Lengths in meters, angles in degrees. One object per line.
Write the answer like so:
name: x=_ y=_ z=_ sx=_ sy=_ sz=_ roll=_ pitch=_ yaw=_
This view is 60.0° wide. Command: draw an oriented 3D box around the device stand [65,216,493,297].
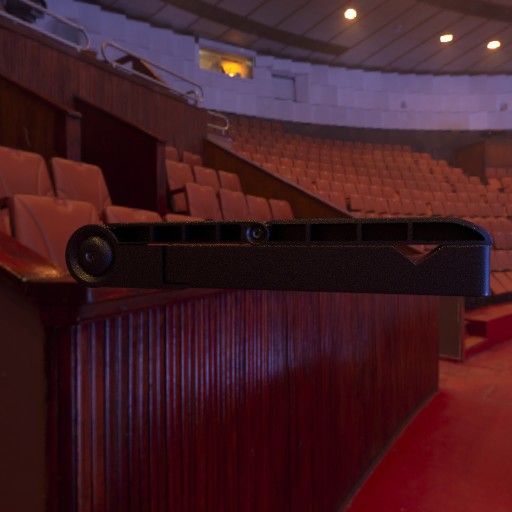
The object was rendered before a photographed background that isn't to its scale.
device stand: x=0.000 y=0.000 z=0.191 sx=0.179 sy=0.030 sz=0.026 roll=0 pitch=2 yaw=18
